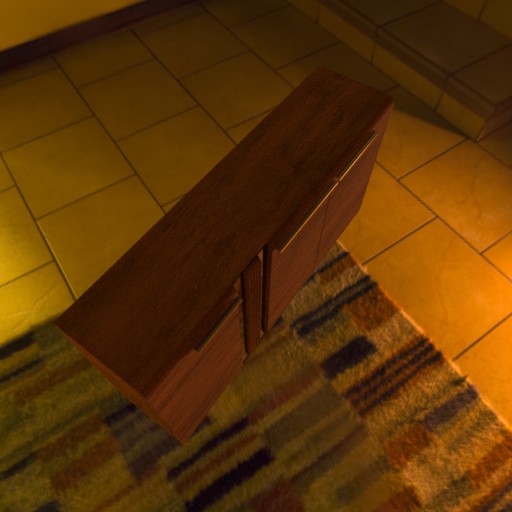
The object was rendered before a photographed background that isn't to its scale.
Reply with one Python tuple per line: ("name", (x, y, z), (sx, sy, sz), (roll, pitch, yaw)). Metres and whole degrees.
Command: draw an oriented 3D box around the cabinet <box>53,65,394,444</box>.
("cabinet", (0.000, 0.000, 2.050), (0.420, 0.900, 1.600), (31, 63, 18))
